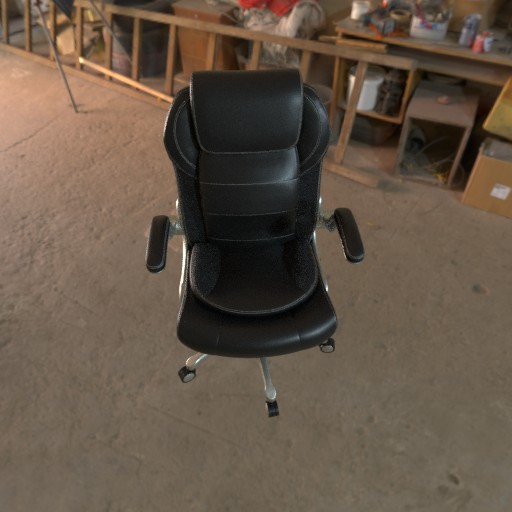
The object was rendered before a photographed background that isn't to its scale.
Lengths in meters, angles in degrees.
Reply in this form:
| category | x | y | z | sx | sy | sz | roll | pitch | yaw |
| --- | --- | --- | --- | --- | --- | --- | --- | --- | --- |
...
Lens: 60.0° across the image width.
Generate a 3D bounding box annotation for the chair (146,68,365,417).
| category | x | y | z | sx | sy | sz | roll | pitch | yaw |
| --- | --- | --- | --- | --- | --- | --- | --- | --- | --- |
| chair | 0.000 | 0.000 | 1.701 | 0.724 | 1.141 | 0.801 | -3 | 46 | -3 |
